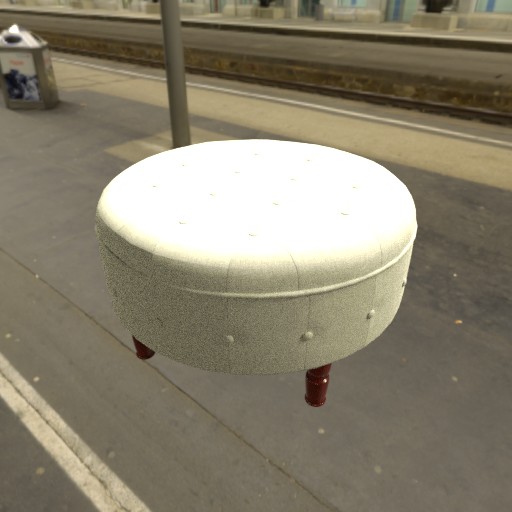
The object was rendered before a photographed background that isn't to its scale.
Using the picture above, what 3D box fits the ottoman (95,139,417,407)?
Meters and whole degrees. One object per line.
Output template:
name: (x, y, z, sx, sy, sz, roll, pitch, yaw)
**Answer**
ottoman: (0.000, 0.000, 1.308, 0.850, 0.483, 0.850, 0, 31, 0)
